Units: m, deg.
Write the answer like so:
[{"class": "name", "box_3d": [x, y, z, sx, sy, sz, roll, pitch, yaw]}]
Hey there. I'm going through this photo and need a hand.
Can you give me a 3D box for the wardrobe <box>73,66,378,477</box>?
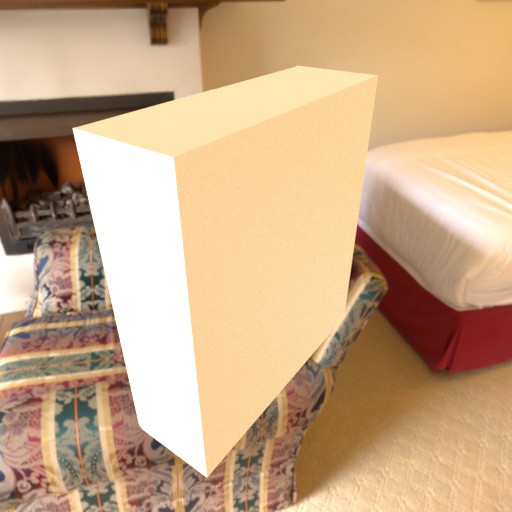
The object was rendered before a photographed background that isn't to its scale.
[{"class": "wardrobe", "box_3d": [0.000, 0.000, 2.908, 0.600, 2.020, 1.830, 21, 38, 30]}]
